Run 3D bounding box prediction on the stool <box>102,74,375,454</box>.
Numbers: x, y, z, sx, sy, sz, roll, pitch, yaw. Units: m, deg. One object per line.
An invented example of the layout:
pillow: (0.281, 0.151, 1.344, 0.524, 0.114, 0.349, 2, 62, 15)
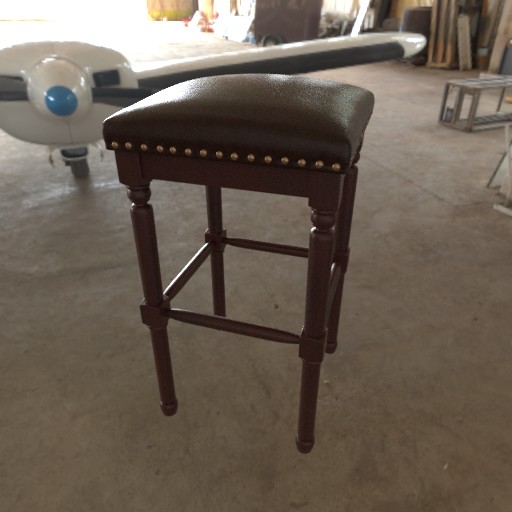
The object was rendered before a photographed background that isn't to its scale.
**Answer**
stool: (0.000, 0.000, 0.930, 0.383, 0.702, 0.382, 9, 31, 15)
